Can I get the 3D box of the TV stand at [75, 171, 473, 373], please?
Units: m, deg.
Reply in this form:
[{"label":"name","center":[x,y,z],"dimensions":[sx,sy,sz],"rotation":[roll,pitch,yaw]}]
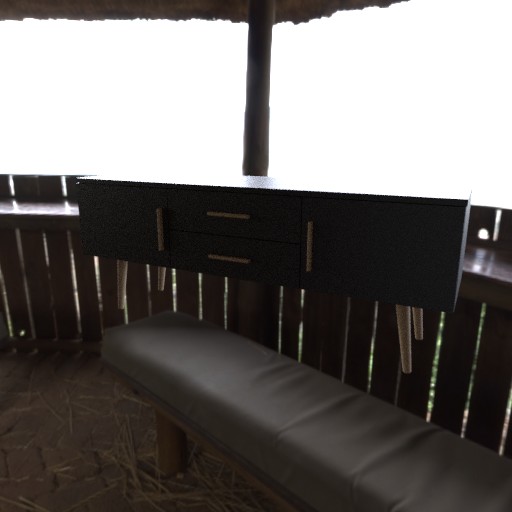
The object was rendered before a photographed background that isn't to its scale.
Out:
[{"label":"TV stand","center":[0.000,0.000,1.557],"dimensions":[1.312,0.518,0.390],"rotation":[7,17,26]}]
